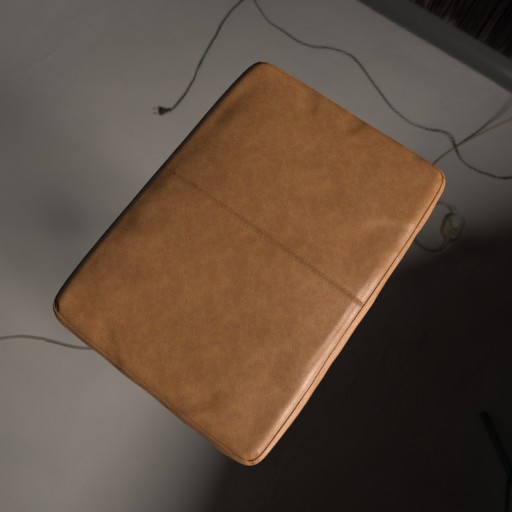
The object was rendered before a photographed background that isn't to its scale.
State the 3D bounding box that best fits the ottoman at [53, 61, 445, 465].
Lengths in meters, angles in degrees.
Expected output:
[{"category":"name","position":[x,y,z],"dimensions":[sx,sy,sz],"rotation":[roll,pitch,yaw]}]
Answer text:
[{"category":"ottoman","position":[0.000,0.000,1.221],"dimensions":[0.630,0.461,0.869],"rotation":[35,78,8]}]
